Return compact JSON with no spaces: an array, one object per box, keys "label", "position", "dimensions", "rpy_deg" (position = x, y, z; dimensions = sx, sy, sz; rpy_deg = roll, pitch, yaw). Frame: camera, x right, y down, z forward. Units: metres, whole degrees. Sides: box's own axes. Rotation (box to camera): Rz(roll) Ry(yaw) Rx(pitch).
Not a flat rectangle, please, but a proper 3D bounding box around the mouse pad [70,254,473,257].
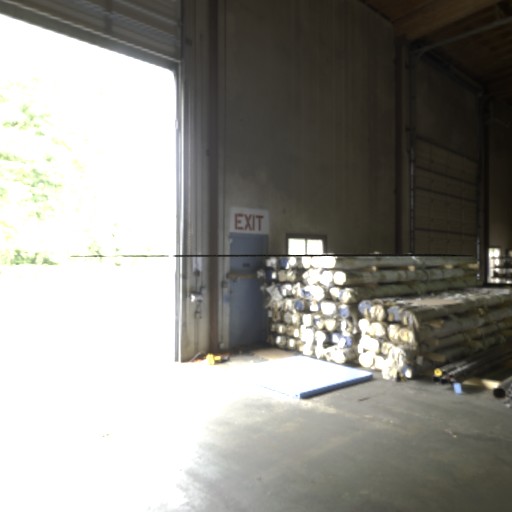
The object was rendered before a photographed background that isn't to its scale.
[{"label":"mouse pad","position":[0.000,0.000,1.073],"dimensions":[0.907,0.003,0.424],"rpy_deg":[0,0,34]}]
